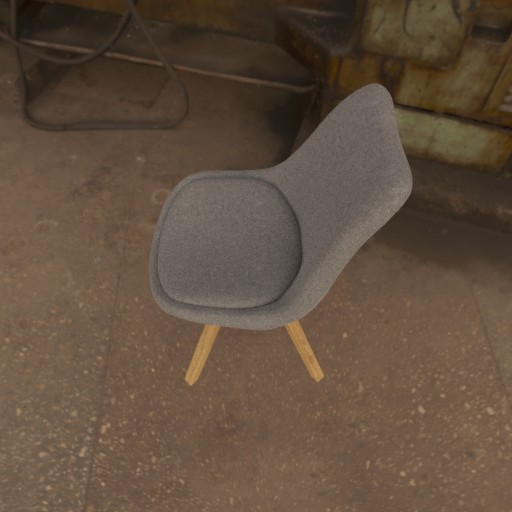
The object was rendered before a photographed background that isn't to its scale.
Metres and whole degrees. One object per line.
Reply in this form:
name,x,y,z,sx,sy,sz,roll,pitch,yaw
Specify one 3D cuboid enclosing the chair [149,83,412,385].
chair,0.000,0.000,1.185,0.550,0.865,0.483,0,57,0
